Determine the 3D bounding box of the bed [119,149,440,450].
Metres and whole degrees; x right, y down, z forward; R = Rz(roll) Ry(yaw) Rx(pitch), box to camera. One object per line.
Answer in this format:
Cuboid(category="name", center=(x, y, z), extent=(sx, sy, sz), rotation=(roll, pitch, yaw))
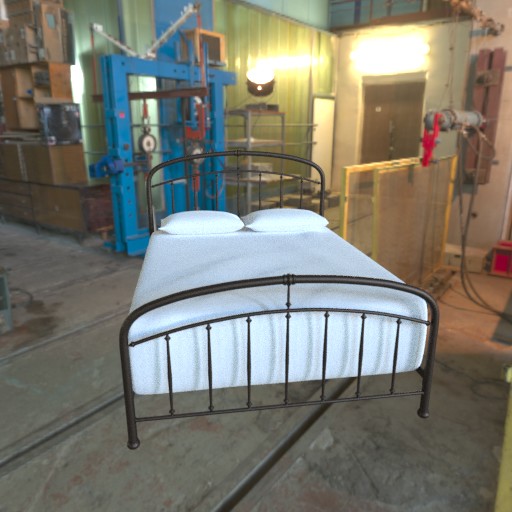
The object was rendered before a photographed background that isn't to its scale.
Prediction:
Cuboid(category="bed", center=(0.000, 0.000, 3.271), extent=(1.711, 1.425, 2.180), rotation=(-3, 17, -9))
